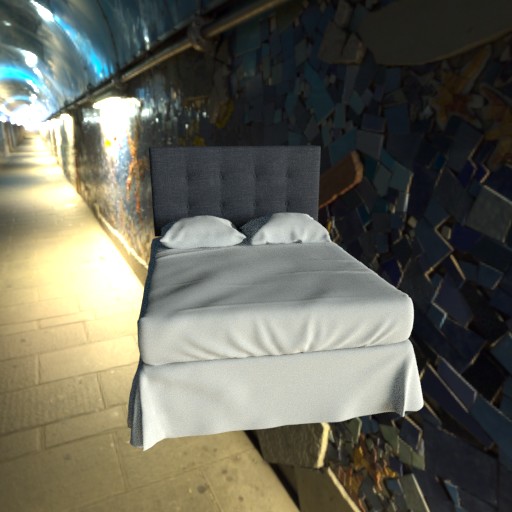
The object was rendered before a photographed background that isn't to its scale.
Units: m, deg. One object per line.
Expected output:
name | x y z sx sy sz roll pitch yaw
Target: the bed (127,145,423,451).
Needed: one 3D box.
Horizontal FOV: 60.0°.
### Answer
bed | 0.000 0.000 3.452 1.936 1.577 2.222 -3 17 -10
